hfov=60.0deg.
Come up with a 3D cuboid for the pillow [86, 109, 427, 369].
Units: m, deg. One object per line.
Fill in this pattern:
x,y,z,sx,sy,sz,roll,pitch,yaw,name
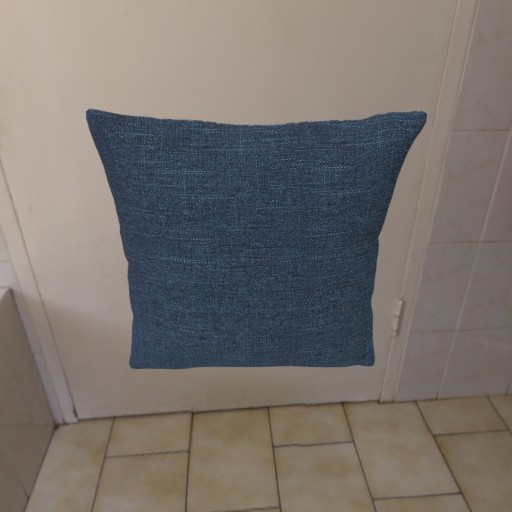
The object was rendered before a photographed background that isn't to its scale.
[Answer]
0.000,0.000,0.669,0.435,0.435,0.159,-1,30,-2,pillow
